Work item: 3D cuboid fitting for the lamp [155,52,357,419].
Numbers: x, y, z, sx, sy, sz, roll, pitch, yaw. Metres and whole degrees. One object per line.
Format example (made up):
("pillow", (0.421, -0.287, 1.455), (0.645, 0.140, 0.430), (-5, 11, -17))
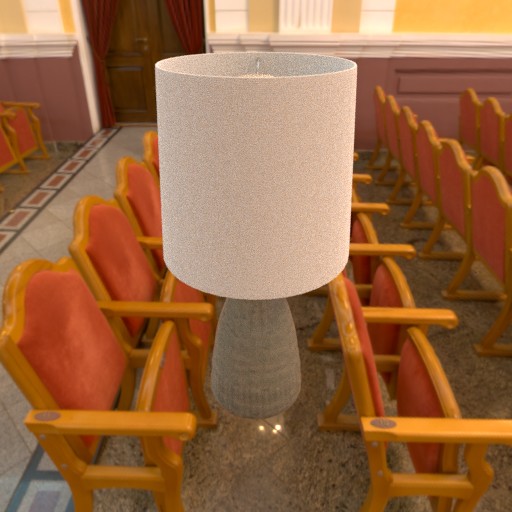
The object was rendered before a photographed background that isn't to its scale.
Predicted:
("lamp", (0.000, 0.000, 0.458), (0.186, 0.369, 0.186), (0, 30, 0))
